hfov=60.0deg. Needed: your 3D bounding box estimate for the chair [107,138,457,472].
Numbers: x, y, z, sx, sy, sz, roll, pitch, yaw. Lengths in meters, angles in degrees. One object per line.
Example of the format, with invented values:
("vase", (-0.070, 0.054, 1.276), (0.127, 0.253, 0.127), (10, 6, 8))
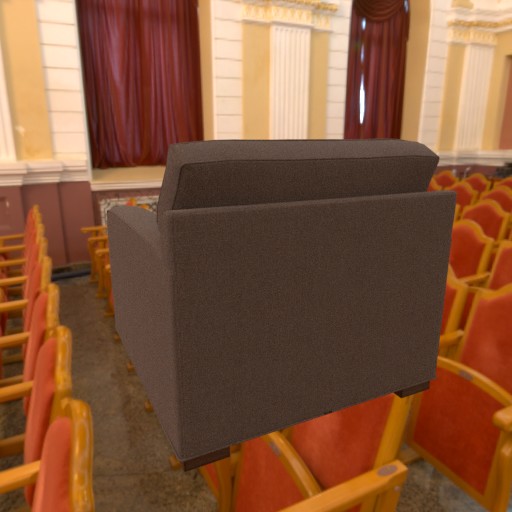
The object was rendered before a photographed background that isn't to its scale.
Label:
("chair", (0.000, 0.000, 1.779), (0.997, 0.913, 1.043), (-7, 17, -26))
